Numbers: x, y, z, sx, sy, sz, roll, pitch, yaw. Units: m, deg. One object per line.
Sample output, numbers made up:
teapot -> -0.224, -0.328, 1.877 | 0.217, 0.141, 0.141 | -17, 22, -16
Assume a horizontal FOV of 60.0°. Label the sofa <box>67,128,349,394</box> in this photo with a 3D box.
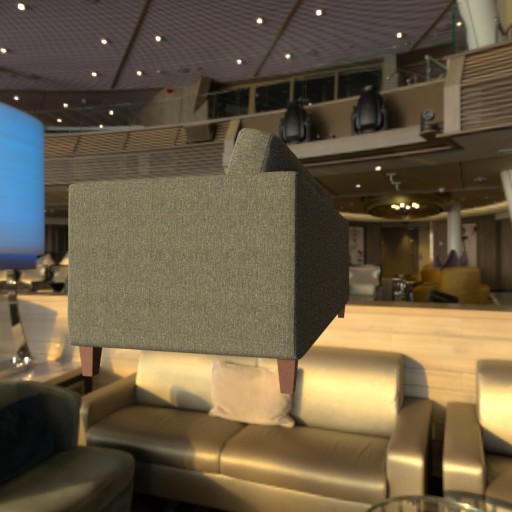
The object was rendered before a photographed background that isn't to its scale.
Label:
sofa -> 0.000, 0.000, 2.646 | 0.948, 0.965, 2.208 | 0, 0, 16
